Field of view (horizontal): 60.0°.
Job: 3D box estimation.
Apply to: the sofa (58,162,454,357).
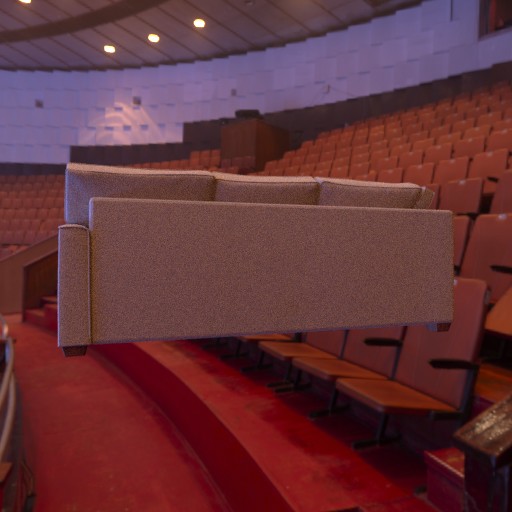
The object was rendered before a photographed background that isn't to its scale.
[{"bbox_3d":[0.000,0.000,2.927,2.317,0.962,1.061,0,0,-18],"label":"sofa"}]
